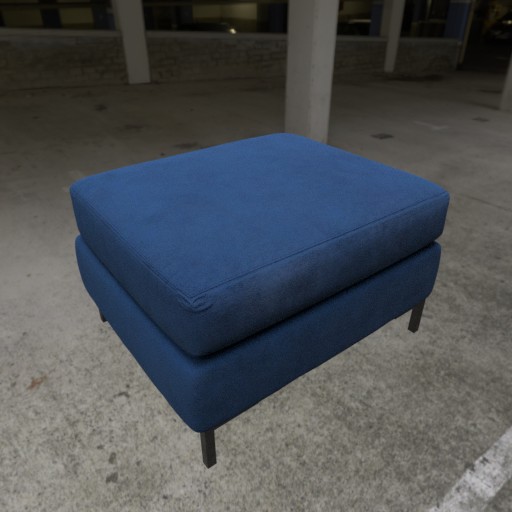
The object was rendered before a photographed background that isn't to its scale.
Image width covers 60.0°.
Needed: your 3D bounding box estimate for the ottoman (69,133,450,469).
[{"bbox_3d":[0.000,0.000,1.203,0.794,0.485,0.655,-22,38,-31],"label":"ottoman"}]
